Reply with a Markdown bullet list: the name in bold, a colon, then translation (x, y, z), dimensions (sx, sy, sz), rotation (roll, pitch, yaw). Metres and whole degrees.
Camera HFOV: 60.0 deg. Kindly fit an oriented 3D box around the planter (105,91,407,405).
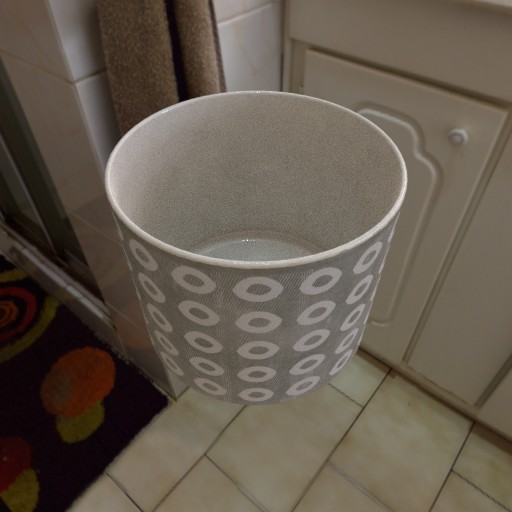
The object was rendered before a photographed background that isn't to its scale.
- **planter**: translation (0.000, 0.000, 0.350), dimensions (0.190, 0.181, 0.190), rotation (0, 46, 0)
